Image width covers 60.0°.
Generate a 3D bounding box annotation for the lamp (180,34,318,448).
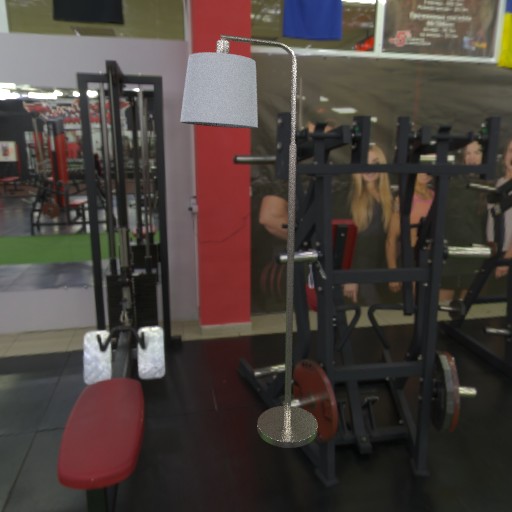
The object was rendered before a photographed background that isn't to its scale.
[{"bbox_3d":[0.000,0.000,1.624,0.508,1.478,0.254,-2,14,-9],"label":"lamp"}]
